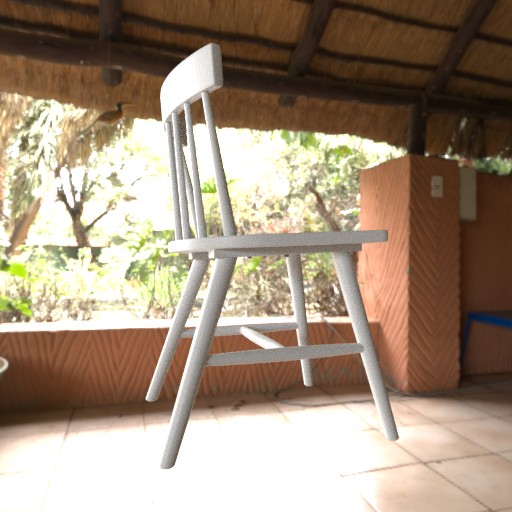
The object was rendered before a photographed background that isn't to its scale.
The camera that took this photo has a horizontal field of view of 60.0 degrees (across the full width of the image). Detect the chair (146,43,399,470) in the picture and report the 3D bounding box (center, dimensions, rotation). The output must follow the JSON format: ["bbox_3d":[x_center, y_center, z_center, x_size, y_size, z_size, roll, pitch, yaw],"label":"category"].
[{"bbox_3d":[0.000,0.000,1.089,0.500,0.787,0.483,0,-1,-17],"label":"chair"}]
